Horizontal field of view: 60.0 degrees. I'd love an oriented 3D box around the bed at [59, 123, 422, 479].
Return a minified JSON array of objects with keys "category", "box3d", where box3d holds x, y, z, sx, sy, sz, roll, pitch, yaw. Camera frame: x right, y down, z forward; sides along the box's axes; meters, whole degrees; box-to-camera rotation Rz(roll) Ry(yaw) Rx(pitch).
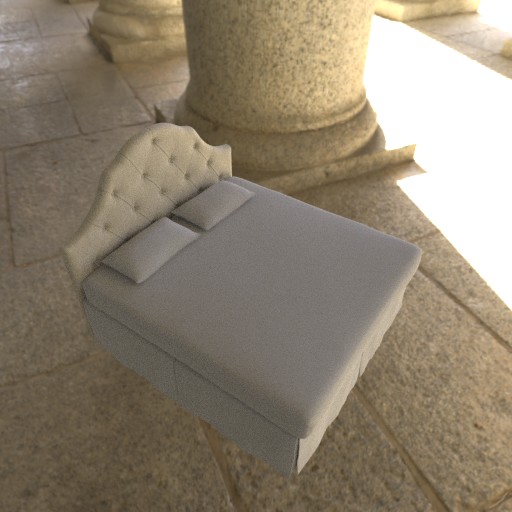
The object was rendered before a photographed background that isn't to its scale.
[{"category":"bed","box3d":[0.000,0.000,3.447,2.086,1.555,2.012,25,47,26]}]
